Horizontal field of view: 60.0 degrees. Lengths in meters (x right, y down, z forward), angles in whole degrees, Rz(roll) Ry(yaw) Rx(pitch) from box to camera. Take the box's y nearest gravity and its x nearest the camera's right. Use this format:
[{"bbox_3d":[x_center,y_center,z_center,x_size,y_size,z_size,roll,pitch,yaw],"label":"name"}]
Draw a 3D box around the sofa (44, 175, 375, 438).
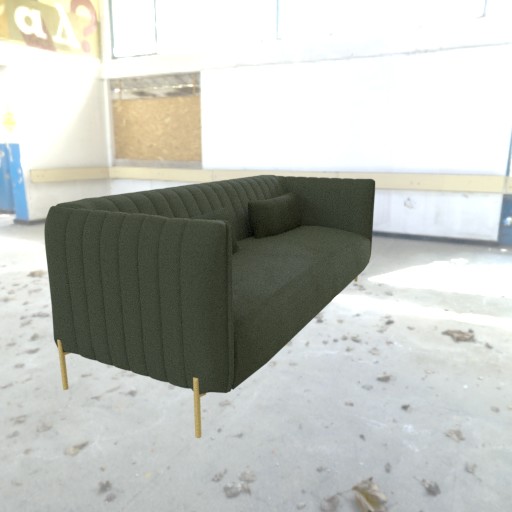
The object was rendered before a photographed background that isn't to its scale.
[{"bbox_3d":[0.000,0.000,2.534,0.896,0.793,2.137,7,16,27],"label":"sofa"}]
